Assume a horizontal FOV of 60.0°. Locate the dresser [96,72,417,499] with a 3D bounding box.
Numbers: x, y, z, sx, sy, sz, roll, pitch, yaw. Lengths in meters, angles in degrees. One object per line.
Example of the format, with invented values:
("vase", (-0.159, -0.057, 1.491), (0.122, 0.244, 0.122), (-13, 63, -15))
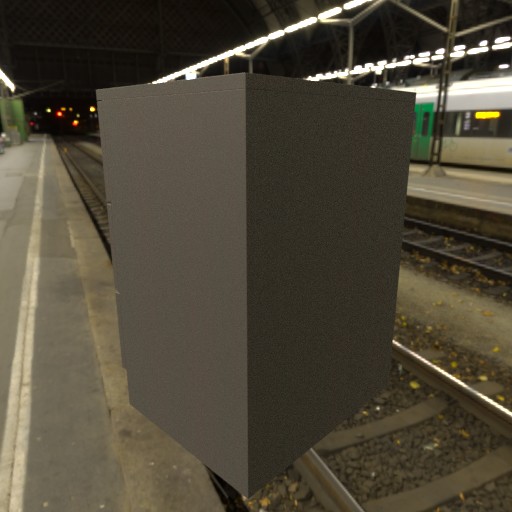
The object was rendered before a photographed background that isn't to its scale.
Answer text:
("dresser", (0.000, 0.000, 0.803), (0.360, 0.560, 0.400), (15, 22, 42))
